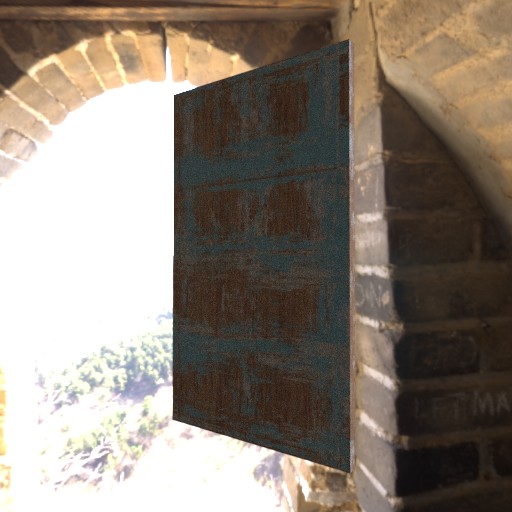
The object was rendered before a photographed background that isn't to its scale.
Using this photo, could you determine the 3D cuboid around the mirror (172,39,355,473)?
[{"bbox_3d":[0.000,0.000,1.479,0.707,1.213,0.083,-1,-1,36],"label":"mirror"}]
